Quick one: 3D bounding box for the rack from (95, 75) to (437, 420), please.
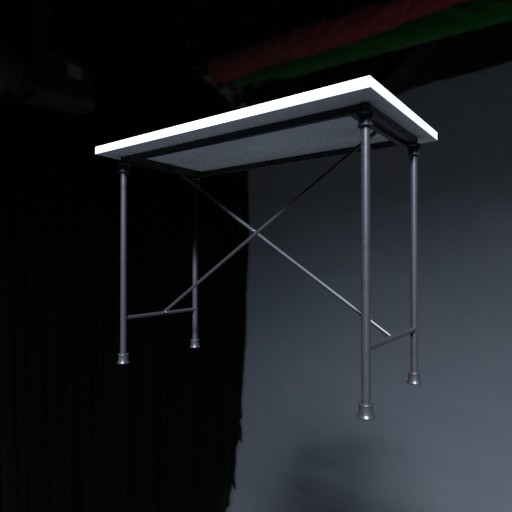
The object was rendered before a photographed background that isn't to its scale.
[{"bbox_3d":[0.000,0.000,1.678,1.159,0.880,0.613,0,-1,37],"label":"rack"}]
